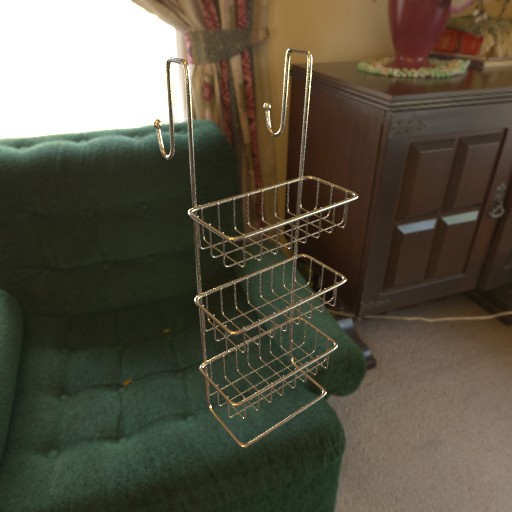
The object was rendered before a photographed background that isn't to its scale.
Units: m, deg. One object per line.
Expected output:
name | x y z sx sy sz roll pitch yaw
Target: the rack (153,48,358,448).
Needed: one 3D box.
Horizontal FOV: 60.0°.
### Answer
rack | 0.000 0.000 0.690 0.228 0.574 0.202 -21 36 -32
